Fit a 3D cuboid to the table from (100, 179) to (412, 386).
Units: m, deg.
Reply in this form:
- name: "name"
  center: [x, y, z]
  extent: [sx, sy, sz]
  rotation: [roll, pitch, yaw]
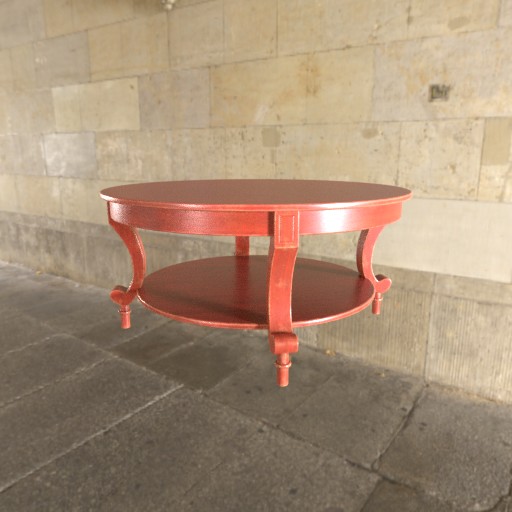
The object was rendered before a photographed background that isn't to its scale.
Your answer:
- name: "table"
  center: [0.000, 0.000, 1.588]
  extent: [1.029, 0.486, 1.029]
  rotation: [0, 13, 0]
